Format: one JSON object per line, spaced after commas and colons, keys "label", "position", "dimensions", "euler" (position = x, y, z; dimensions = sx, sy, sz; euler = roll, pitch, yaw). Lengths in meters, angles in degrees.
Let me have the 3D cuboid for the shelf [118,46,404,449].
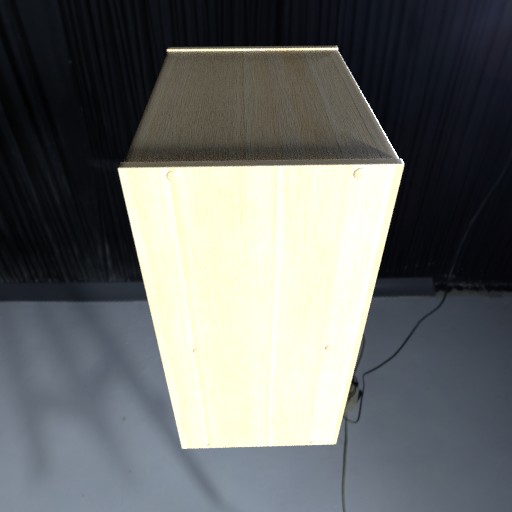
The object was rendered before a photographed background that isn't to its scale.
{"label": "shelf", "position": [0.000, 0.000, 0.795], "dimensions": [0.290, 0.592, 0.414], "euler": [-1, 41, -1]}
